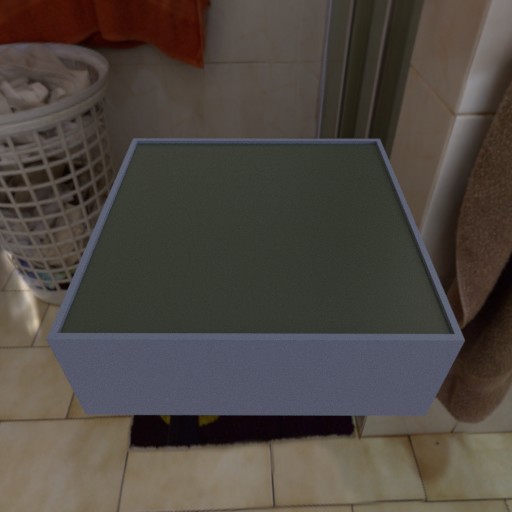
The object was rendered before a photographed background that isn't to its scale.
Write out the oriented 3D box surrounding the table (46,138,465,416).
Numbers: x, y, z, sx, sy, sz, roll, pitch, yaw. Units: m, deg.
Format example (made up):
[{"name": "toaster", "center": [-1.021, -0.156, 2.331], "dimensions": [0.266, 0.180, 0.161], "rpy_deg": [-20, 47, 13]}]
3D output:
[{"name": "table", "center": [0.000, 0.000, 1.244], "dimensions": [0.801, 0.299, 0.801], "rpy_deg": [0, 42, 0]}]
